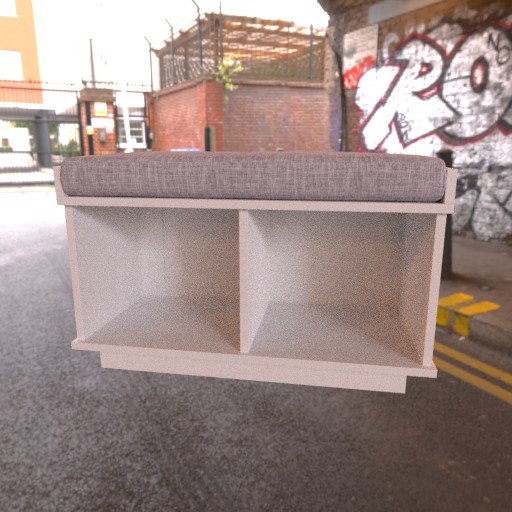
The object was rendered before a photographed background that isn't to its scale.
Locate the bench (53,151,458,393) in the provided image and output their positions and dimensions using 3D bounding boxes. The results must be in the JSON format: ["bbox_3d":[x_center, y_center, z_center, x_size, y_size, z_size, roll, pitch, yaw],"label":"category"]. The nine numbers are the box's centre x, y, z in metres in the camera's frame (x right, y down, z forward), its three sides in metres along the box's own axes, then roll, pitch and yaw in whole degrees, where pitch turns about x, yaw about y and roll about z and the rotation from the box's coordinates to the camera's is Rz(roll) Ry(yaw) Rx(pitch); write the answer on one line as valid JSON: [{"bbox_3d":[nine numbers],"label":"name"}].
[{"bbox_3d":[0.000,0.000,1.001,0.734,0.461,0.362,2,14,9],"label":"bench"}]
